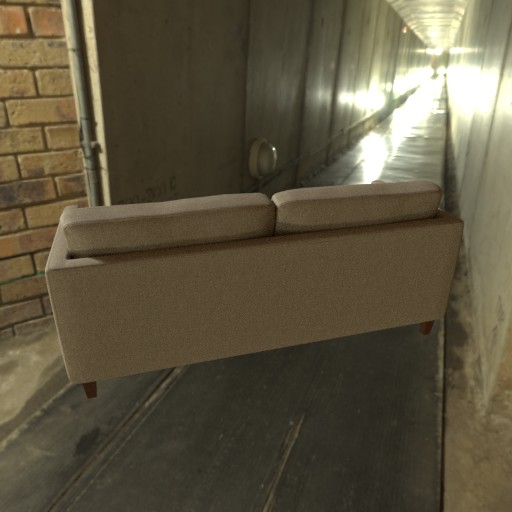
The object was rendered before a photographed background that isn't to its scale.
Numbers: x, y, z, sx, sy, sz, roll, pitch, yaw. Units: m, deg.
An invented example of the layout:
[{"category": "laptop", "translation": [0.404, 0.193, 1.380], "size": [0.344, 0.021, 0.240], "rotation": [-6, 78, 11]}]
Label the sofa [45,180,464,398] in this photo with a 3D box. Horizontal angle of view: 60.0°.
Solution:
[{"category": "sofa", "translation": [0.000, 0.000, 2.717], "size": [2.208, 0.963, 0.956], "rotation": [-7, 26, -15]}]
